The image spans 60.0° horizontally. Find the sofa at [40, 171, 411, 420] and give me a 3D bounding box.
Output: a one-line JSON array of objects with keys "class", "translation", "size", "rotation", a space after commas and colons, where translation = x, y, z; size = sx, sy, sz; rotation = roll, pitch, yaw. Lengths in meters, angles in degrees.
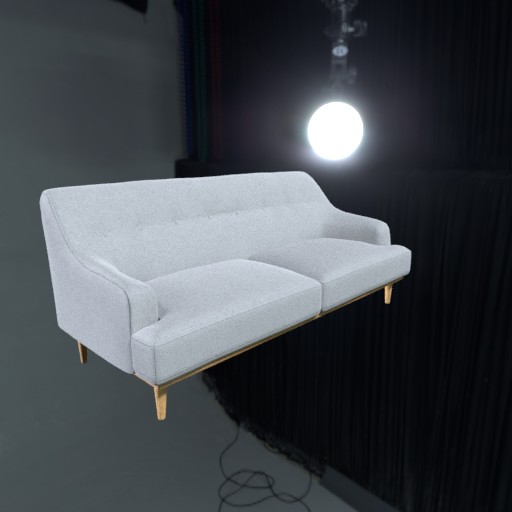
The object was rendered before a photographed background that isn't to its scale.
[{"class": "sofa", "translation": [0.000, 0.000, 2.573], "size": [0.978, 0.871, 2.057], "rotation": [13, 19, 42]}]
